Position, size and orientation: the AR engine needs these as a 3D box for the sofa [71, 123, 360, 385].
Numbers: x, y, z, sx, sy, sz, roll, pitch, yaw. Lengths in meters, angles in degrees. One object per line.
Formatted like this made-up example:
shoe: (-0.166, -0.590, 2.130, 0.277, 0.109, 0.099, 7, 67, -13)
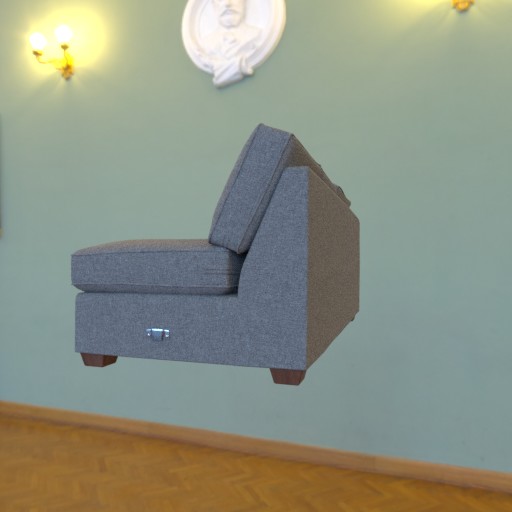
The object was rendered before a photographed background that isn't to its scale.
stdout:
sofa: (0.000, 0.000, 2.602, 1.034, 0.946, 1.963, 0, -1, 18)
